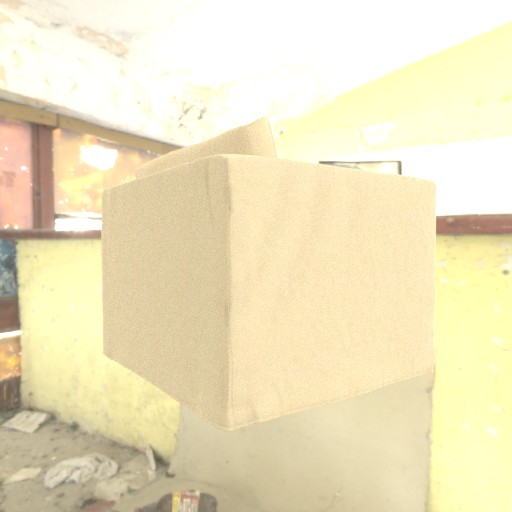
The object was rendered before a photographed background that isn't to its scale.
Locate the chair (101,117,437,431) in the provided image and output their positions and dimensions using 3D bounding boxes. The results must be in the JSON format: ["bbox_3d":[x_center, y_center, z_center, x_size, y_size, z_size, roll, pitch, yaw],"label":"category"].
[{"bbox_3d":[0.000,0.000,1.779,0.947,0.851,1.057,-1,2,-36],"label":"chair"}]
